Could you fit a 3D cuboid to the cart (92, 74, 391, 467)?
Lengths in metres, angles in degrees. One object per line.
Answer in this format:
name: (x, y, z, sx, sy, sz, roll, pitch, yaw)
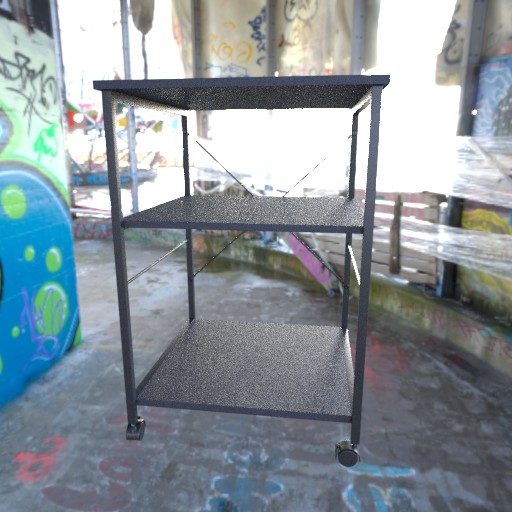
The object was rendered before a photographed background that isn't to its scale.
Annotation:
cart: (0.000, 0.000, 1.103, 0.521, 0.762, 0.520, 2, 14, 8)
